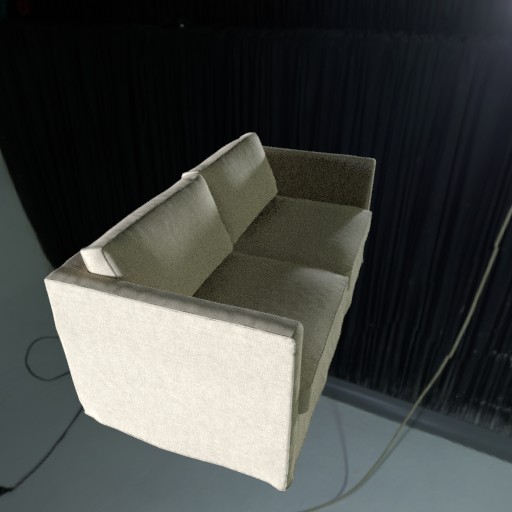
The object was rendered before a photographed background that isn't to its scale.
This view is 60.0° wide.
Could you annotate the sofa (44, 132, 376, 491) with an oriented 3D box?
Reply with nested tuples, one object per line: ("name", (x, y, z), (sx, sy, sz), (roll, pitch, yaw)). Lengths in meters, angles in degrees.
("sofa", (0.000, 0.000, 2.234), (0.956, 0.828, 1.766), (11, 32, 18))
